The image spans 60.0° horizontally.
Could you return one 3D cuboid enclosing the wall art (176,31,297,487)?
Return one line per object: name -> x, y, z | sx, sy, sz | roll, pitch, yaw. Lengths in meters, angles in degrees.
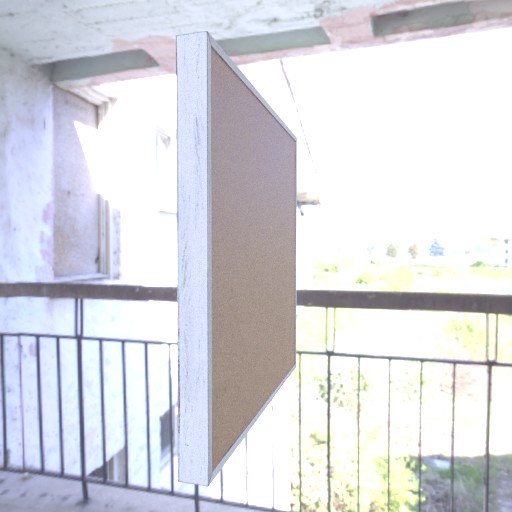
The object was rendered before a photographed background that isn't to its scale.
wall art -> 0.000, 0.000, 0.742 | 0.038, 0.508, 0.508 | 0, 2, 16
